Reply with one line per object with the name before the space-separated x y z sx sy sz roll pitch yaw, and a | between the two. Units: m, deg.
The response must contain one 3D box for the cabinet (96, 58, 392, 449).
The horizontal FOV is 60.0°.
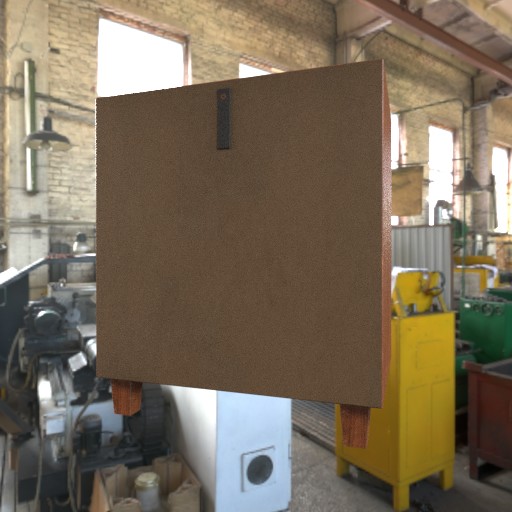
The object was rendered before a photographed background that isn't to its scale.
cabinet | 0.000 0.000 1.062 0.607 0.695 0.410 0 0 19
